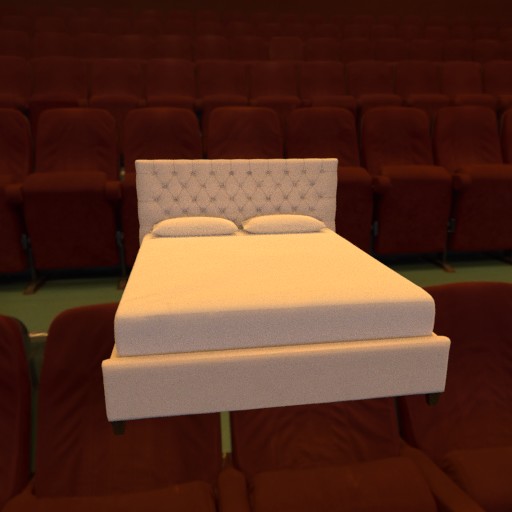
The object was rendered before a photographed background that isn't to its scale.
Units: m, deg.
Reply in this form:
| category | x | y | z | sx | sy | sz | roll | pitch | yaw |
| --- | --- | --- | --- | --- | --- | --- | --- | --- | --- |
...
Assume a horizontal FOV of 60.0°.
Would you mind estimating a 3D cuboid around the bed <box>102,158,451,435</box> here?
| category | x | y | z | sx | sy | sz | roll | pitch | yaw |
| --- | --- | --- | --- | --- | --- | --- | --- | --- | --- |
| bed | 0.000 | 0.000 | 3.603 | 2.078 | 1.427 | 2.387 | -2 | 15 | -8 |
